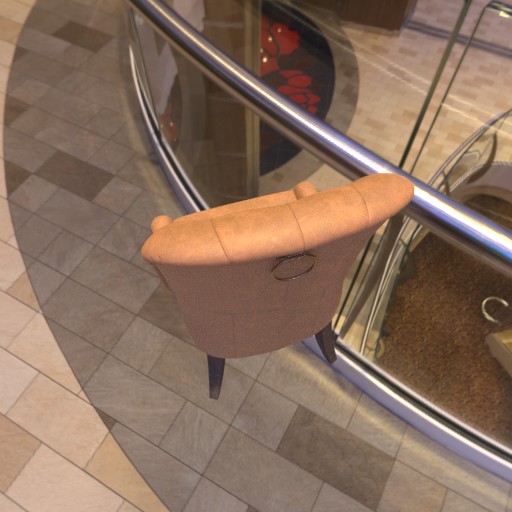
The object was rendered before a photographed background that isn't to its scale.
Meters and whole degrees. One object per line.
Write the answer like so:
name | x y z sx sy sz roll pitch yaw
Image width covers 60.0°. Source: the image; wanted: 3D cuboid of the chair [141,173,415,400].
chair | 0.000 0.000 1.447 0.634 1.091 0.629 -15 60 -9
